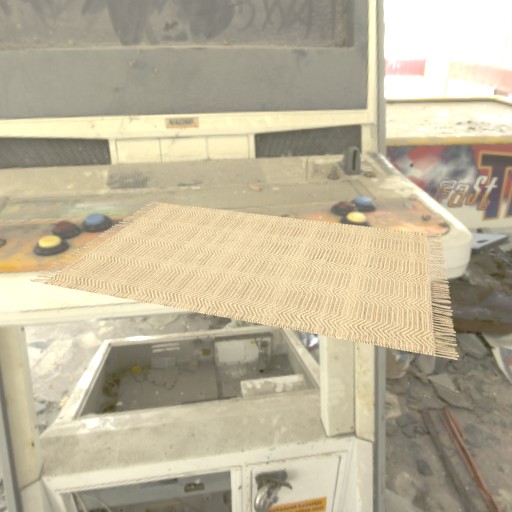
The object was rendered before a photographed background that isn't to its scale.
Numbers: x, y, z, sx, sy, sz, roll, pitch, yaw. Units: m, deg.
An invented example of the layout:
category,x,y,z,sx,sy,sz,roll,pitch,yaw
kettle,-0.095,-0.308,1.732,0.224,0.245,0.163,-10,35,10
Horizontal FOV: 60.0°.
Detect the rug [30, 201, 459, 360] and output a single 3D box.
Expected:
category,x,y,z,sx,sy,sz,roll,pitch,yaw
rug,0.000,0.000,2.472,2.021,0.027,1.224,8,28,16
